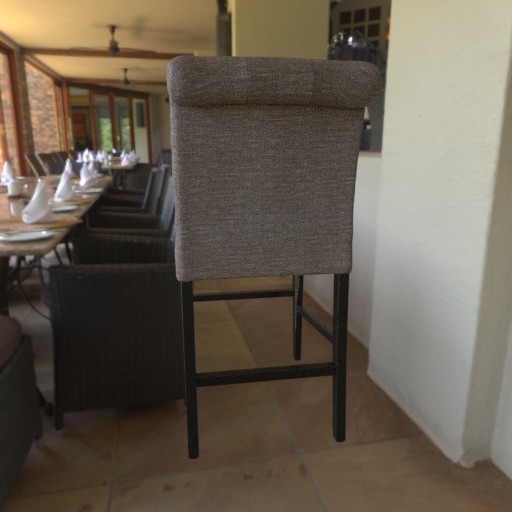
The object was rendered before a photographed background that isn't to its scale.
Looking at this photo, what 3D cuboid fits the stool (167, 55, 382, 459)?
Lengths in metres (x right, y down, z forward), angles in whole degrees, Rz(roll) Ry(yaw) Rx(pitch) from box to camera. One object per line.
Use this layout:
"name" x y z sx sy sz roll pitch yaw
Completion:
"stool" 0.000 0.000 1.276 0.457 0.970 0.611 -2 14 -9
